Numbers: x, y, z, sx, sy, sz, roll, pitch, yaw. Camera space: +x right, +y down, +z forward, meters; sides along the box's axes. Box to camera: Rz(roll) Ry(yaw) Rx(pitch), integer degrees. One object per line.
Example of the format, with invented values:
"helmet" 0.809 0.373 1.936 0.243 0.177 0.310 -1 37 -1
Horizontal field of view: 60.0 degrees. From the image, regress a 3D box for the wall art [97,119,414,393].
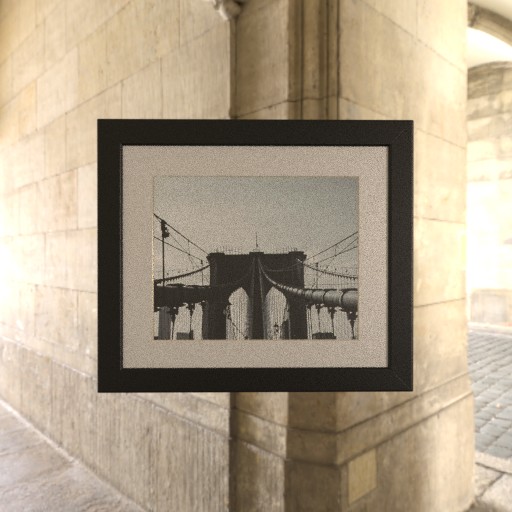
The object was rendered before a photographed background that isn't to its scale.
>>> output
"wall art" 0.000 0.000 0.739 0.521 0.450 0.018 0 0 -1
